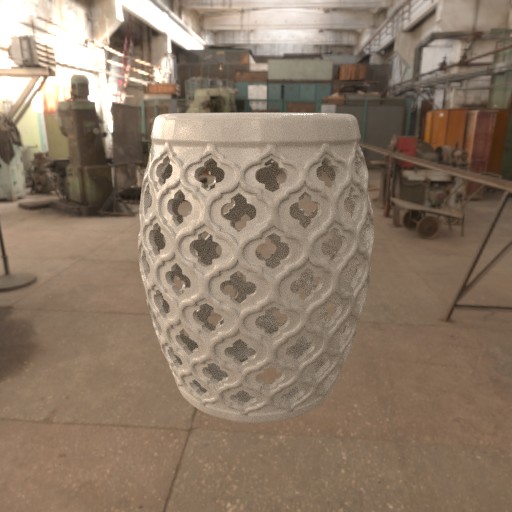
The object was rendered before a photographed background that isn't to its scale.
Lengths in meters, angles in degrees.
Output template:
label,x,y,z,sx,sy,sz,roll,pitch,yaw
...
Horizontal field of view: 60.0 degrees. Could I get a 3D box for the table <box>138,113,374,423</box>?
label,x,y,z,sx,sy,sz,roll,pitch,yaw
table,0.000,0.000,0.638,0.325,0.388,0.325,0,17,0
